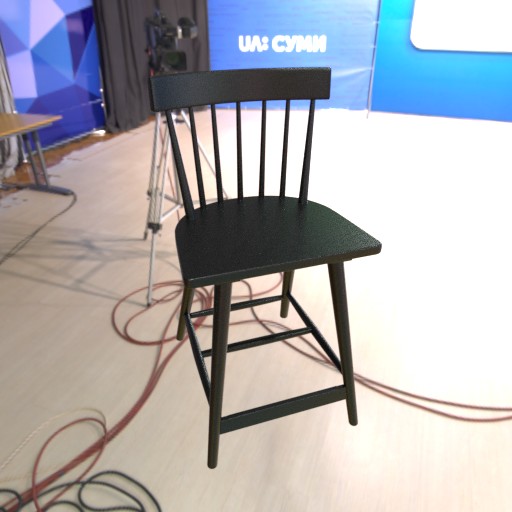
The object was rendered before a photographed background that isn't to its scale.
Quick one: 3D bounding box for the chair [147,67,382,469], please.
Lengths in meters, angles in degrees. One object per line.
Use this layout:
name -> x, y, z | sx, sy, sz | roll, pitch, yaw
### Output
chair -> 0.000, 0.000, 1.257 | 0.483, 0.952, 0.572 | -10, 32, -16
